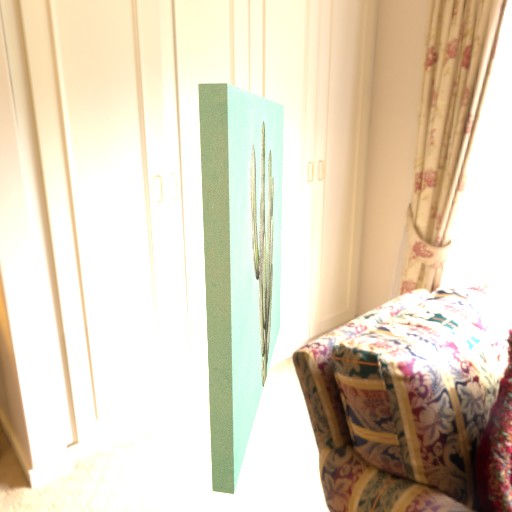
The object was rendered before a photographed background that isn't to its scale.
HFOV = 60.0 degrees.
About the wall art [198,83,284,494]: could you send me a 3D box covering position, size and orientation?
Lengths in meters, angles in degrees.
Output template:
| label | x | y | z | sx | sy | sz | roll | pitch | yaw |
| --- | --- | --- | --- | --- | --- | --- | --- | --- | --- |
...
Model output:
| label | x | y | z | sx | sy | sz | roll | pitch | yaw |
| --- | --- | --- | --- | --- | --- | --- | --- | --- | --- |
| wall art | 0.000 | 0.000 | 0.896 | 0.036 | 0.603 | 0.603 | 3 | 17 | 9 |
